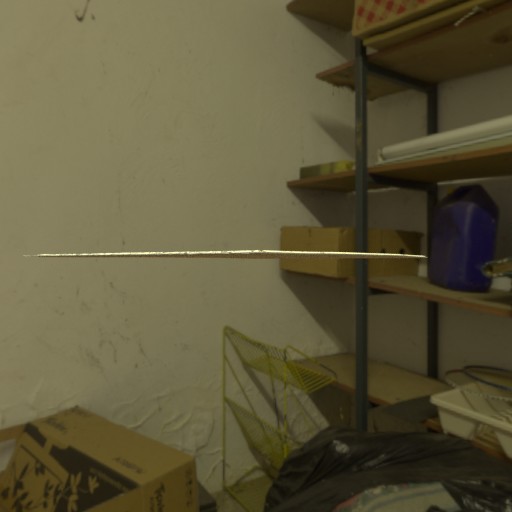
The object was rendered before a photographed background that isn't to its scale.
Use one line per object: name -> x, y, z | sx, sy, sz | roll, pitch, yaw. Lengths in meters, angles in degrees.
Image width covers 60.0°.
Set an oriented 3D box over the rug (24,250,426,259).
rug -> 0.000, 0.000, 3.892 | 2.125, 0.028, 3.027 | -1, -1, 36
